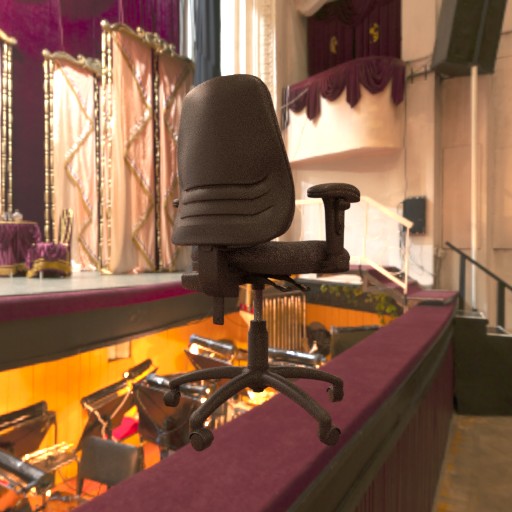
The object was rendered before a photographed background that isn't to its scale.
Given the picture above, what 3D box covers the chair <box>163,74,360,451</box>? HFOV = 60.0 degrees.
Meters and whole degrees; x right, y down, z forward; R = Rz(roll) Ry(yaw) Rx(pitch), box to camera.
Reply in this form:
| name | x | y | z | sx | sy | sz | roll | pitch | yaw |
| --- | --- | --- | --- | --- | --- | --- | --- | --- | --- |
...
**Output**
| name | x | y | z | sx | sy | sz | roll | pitch | yaw |
| --- | --- | --- | --- | --- | --- | --- | --- | --- | --- |
| chair | 0.000 | 0.000 | 1.255 | 0.550 | 0.910 | 0.530 | 1 | 1 | 34 |
